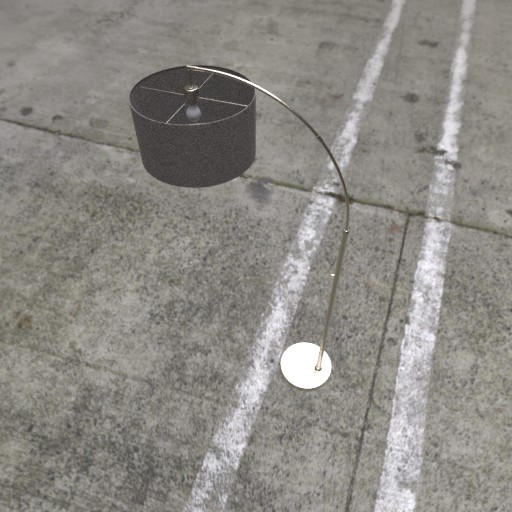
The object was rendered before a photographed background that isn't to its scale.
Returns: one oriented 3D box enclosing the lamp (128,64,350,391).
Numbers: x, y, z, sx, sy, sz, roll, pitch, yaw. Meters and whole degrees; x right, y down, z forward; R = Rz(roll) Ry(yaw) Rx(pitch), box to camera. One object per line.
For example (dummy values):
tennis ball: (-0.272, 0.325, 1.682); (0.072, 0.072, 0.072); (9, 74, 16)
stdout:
lamp: (0.000, 0.000, 2.097); (0.934, 1.735, 0.452); (15, 49, 13)
